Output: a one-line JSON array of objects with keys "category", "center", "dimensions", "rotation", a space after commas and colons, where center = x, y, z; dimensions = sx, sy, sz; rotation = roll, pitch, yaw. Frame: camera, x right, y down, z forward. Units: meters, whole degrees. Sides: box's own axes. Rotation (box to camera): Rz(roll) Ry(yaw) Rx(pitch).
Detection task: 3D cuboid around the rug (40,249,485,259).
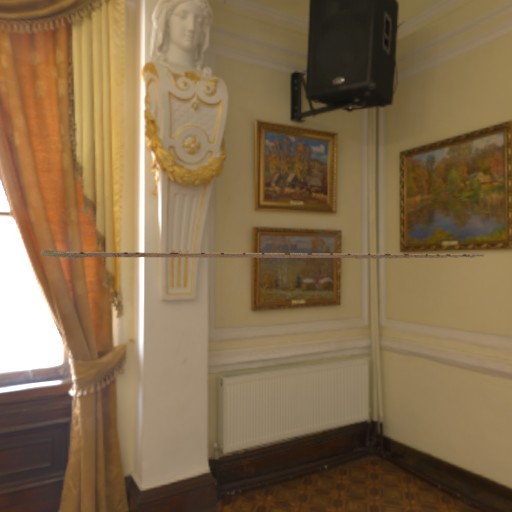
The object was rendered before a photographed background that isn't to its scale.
[{"category": "rug", "center": [0.000, 0.000, 3.023], "dimensions": [2.472, 0.035, 1.495], "rotation": [0, -1, -17]}]
